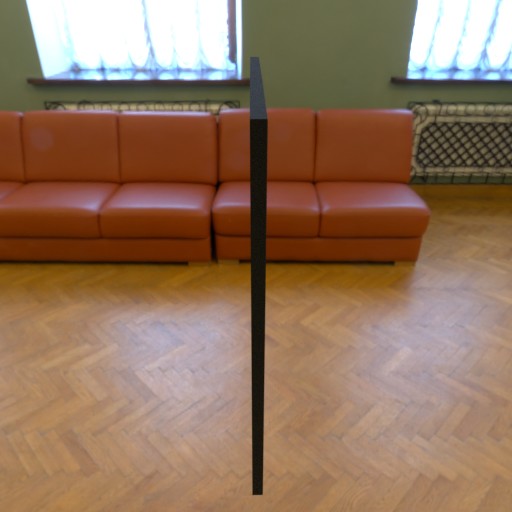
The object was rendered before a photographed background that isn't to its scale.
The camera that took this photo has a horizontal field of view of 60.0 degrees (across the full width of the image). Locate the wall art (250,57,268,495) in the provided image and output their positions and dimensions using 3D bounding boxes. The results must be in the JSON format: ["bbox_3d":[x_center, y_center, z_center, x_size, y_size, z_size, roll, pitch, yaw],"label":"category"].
[{"bbox_3d":[0.000,0.000,0.478,0.010,0.361,0.311,0,30,-1],"label":"wall art"}]
